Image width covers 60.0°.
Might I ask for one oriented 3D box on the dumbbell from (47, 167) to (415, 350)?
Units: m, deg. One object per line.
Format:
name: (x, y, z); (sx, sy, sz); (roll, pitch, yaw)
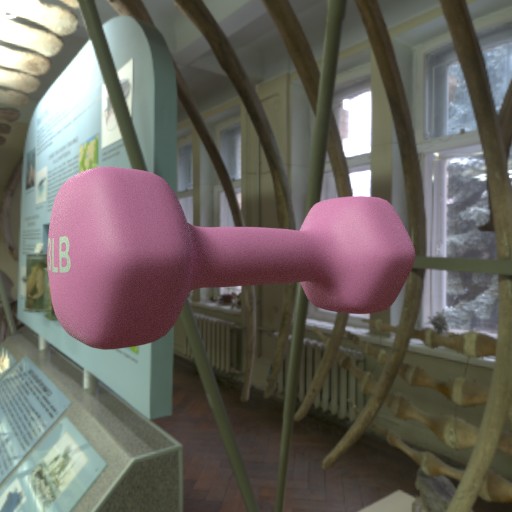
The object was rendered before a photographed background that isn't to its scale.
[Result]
dumbbell: (0.000, 0.000, 0.187); (0.159, 0.058, 0.064); (-1, 1, -37)
